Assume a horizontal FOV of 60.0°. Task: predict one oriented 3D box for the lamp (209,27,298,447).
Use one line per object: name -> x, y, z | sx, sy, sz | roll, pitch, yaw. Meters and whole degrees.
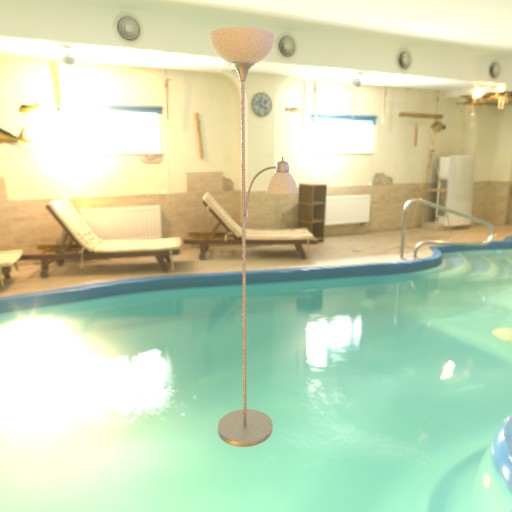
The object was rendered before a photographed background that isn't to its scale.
lamp -> 0.000, 0.000, 1.950 | 0.279, 1.804, 0.425 | -13, 19, -43
